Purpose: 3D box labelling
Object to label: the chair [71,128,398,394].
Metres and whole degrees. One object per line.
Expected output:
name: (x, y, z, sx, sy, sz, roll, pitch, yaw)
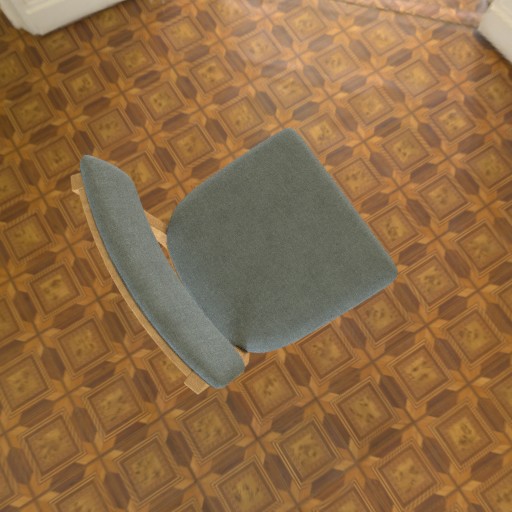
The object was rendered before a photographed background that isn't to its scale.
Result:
chair: (0.000, 0.000, 1.178, 0.572, 0.832, 0.508, -32, 78, -8)
